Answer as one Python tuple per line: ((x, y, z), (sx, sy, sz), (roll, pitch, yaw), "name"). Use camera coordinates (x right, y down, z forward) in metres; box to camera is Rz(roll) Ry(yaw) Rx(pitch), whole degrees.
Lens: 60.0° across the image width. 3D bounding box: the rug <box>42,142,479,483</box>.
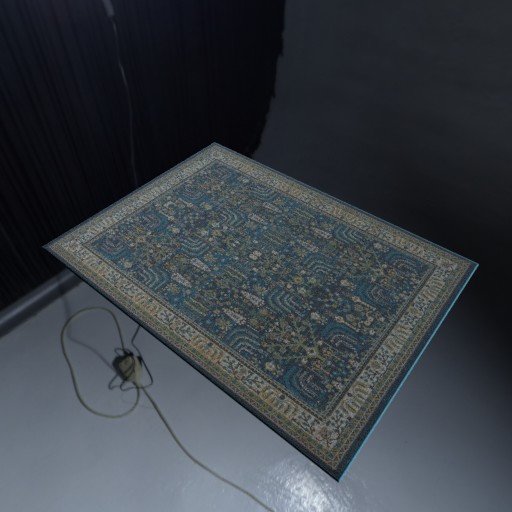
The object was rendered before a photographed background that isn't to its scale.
((0.000, 0.000, 3.817), (3.044, 0.015, 2.226), (30, 53, 26), "rug")
